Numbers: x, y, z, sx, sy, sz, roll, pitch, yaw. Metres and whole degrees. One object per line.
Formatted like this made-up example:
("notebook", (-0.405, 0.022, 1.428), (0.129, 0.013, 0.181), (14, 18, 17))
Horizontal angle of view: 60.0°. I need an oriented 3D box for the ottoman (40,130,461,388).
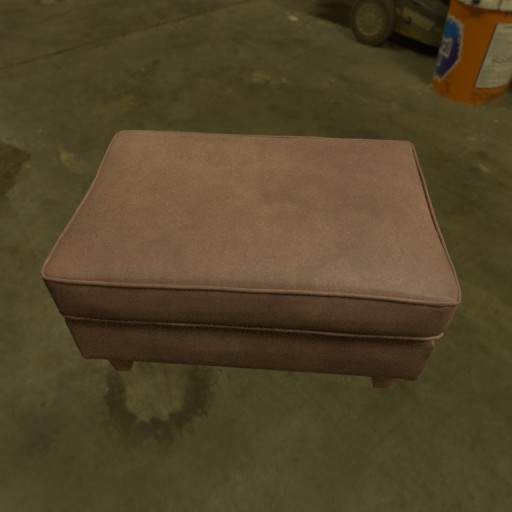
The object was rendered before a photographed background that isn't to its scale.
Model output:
("ottoman", (0.000, 0.000, 1.200), (0.860, 0.481, 0.596), (3, 46, 3))
